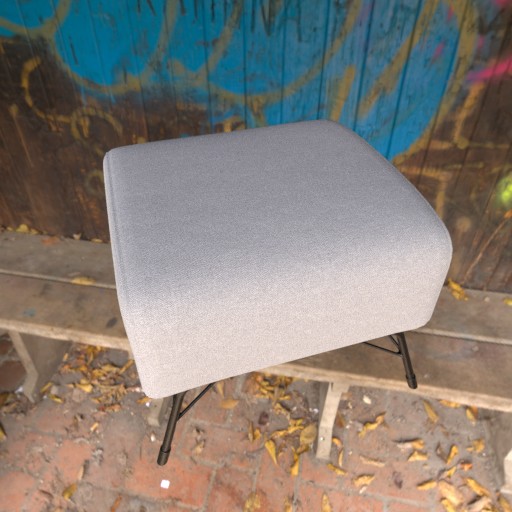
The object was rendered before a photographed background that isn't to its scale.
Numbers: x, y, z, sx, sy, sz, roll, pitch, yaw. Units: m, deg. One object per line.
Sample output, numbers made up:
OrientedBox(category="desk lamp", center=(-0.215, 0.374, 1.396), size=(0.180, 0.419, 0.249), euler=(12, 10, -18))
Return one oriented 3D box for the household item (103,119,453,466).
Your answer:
OrientedBox(category="household item", center=(0.000, 0.000, 0.900), size=(0.530, 0.410, 0.530), euler=(-12, 42, -13))
